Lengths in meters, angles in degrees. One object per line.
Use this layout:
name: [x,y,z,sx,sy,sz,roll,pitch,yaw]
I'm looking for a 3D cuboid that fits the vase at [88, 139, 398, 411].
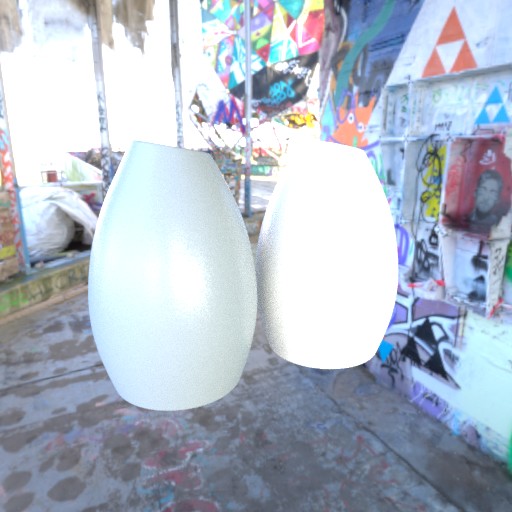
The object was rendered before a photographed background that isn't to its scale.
vase: [0.000,0.000,0.258,0.187,0.131,0.089,-7,16,-25]
